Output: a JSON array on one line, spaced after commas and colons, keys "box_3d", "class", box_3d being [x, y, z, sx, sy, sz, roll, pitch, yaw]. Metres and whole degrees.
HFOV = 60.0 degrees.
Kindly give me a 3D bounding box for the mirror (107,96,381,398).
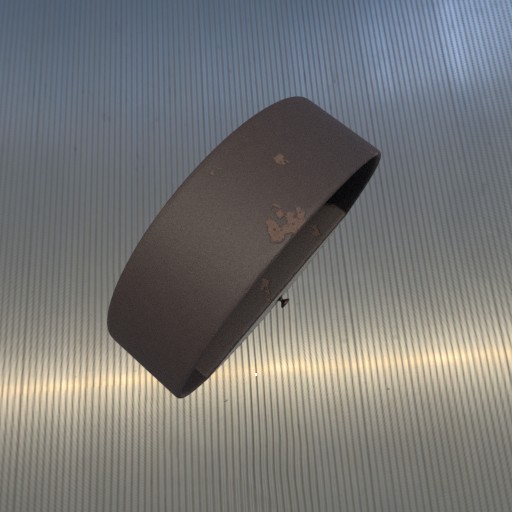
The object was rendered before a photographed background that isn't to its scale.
[{"box_3d": [0.000, 0.000, 0.575, 0.126, 0.386, 0.386, 39, 78, 10], "class": "mirror"}]
